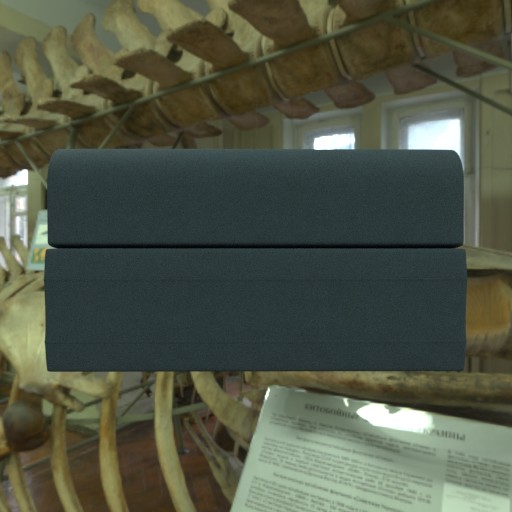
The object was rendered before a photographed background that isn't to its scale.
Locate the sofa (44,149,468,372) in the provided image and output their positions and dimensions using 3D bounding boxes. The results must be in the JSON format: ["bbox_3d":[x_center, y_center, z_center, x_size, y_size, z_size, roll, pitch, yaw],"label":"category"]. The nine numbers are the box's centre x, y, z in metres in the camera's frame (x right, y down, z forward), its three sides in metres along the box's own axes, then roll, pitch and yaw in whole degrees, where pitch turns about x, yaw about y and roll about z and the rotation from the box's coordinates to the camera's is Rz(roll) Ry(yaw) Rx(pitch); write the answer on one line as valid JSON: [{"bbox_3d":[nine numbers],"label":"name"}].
[{"bbox_3d":[0.000,0.000,1.635,1.219,0.660,0.762,0,0,0],"label":"sofa"}]
